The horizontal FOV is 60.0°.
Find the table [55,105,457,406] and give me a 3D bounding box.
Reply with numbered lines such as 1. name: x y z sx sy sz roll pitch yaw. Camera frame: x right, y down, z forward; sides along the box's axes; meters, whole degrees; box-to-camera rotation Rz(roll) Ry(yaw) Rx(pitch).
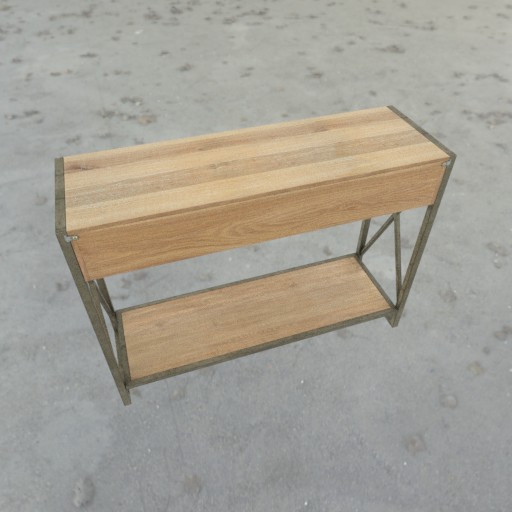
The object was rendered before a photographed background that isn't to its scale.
1. table: 0.000 0.000 1.489 1.059 0.763 0.361 -13 44 -14
